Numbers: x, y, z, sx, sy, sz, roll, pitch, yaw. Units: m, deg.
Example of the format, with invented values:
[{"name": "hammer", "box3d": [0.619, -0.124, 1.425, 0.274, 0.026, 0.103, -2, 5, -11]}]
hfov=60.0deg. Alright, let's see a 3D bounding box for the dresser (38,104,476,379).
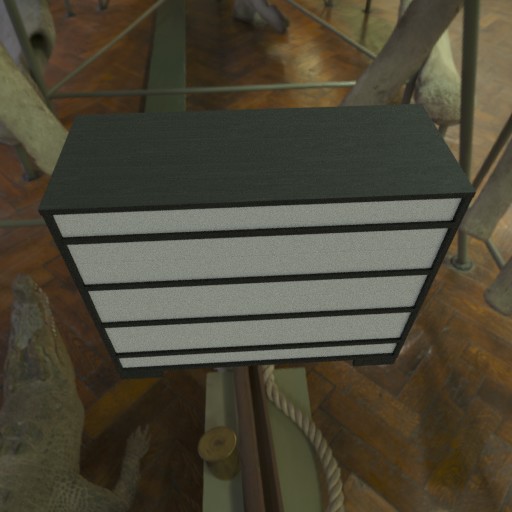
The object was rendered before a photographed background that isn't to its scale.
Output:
[{"name": "dresser", "box3d": [0.000, 0.000, 1.439, 0.994, 0.816, 0.404, -3, 48, -2]}]
